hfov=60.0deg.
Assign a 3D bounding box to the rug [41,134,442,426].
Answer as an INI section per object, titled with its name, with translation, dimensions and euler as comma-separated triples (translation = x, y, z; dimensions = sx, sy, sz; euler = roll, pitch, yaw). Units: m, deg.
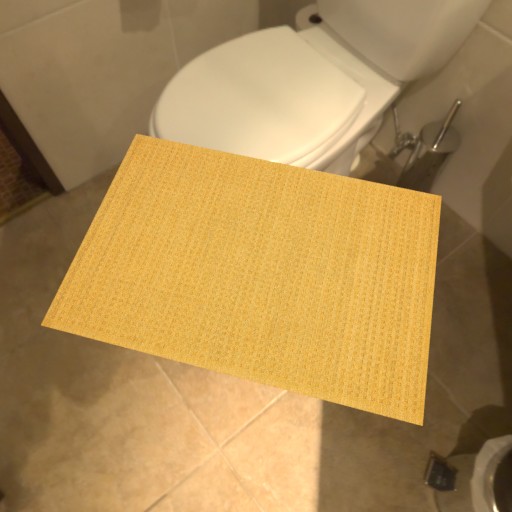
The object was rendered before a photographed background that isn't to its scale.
[rug]
translation = 0.000, 0.000, 3.672
dimensions = 2.895, 0.006, 1.981
euler = 13, 64, 7
